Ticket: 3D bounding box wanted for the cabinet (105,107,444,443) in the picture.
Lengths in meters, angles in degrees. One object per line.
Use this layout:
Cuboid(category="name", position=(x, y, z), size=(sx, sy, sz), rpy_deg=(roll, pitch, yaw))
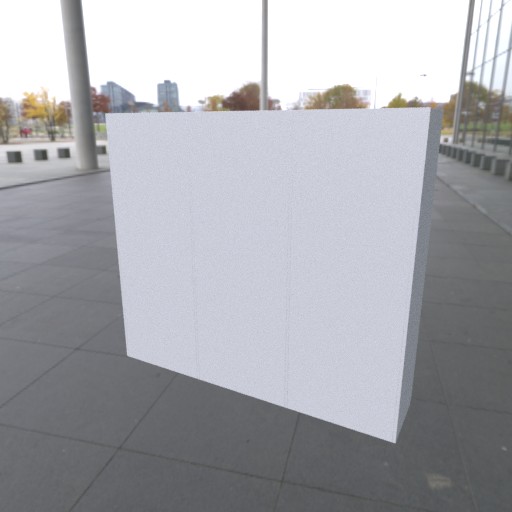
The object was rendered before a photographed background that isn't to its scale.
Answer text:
Cuboid(category="cabinet", position=(0.000, 0.000, 3.838), size=(2.700, 2.370, 0.590), rpy_deg=(9, 18, 28))
